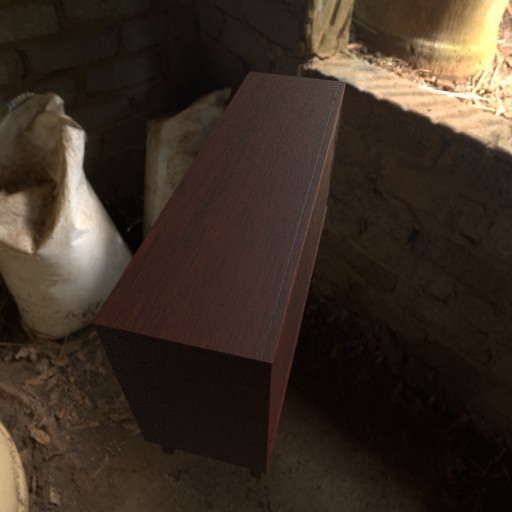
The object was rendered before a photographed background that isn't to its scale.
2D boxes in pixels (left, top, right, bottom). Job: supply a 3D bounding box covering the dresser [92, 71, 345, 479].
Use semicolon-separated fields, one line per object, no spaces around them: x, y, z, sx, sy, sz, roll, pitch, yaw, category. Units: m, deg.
0.000;0.000;2.022;0.499;0.971;1.609;10;47;10;dresser
